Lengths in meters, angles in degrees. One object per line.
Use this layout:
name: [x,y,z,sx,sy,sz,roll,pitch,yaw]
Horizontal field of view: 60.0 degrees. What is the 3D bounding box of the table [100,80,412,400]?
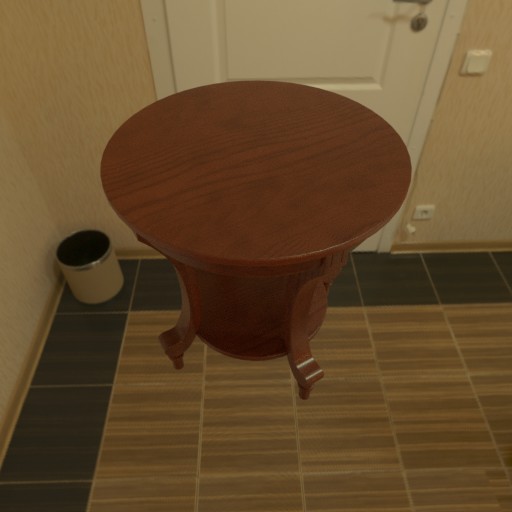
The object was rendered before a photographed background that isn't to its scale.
table: [0.000,0.000,1.092,0.597,0.612,0.597,0,46,0]
